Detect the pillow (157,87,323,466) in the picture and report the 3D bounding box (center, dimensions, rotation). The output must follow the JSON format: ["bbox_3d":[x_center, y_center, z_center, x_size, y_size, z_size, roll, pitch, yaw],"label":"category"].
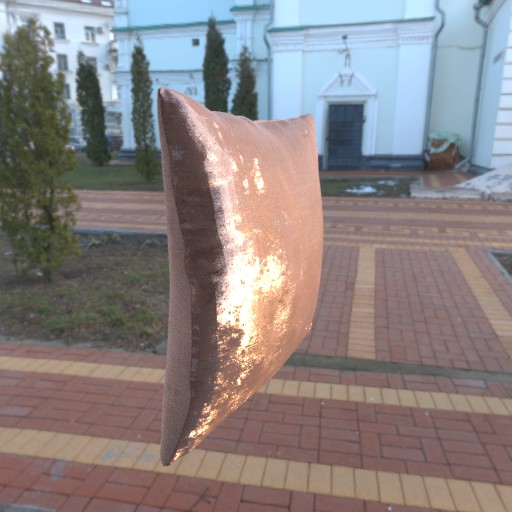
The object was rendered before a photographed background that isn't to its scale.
[{"bbox_3d":[0.000,0.000,0.709,0.175,0.464,0.470,7,17,26],"label":"pillow"}]
